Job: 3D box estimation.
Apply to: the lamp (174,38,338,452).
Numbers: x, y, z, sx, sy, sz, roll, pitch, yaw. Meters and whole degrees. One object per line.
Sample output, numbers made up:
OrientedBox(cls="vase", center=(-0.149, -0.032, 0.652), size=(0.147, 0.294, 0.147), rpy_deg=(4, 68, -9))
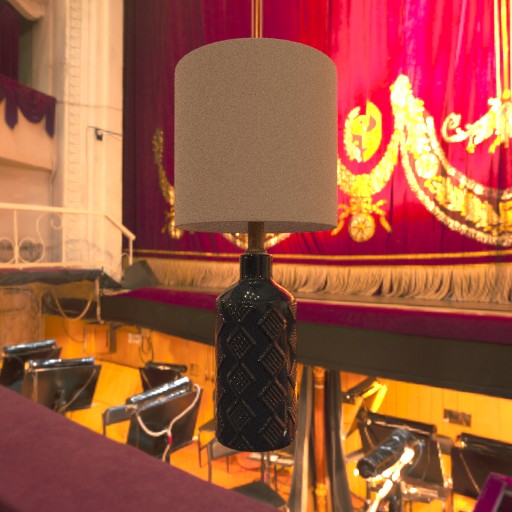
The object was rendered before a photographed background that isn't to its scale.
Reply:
OrientedBox(cls="lamp", center=(0.000, 0.000, 0.570), size=(0.207, 0.461, 0.207), rpy_deg=(0, -1, 36))
